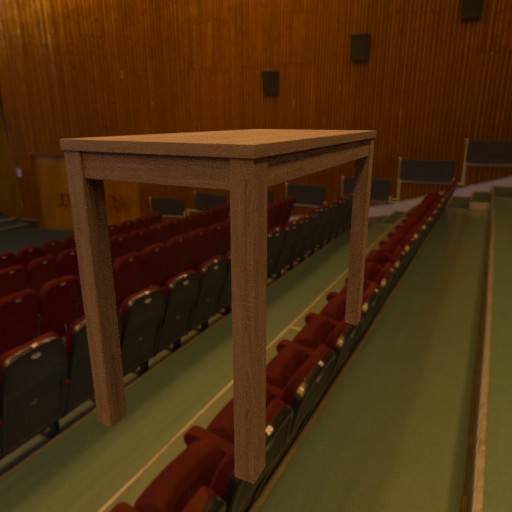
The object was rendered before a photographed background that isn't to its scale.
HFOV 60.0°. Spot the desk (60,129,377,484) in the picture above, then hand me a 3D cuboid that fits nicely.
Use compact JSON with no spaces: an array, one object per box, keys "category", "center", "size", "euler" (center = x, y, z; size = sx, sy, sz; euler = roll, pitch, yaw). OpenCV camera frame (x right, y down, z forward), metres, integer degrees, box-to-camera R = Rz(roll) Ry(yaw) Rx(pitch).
[{"category":"desk","center":[0.000,0.000,1.432],"size":[0.495,0.762,0.991],"euler":[9,19,26]}]
